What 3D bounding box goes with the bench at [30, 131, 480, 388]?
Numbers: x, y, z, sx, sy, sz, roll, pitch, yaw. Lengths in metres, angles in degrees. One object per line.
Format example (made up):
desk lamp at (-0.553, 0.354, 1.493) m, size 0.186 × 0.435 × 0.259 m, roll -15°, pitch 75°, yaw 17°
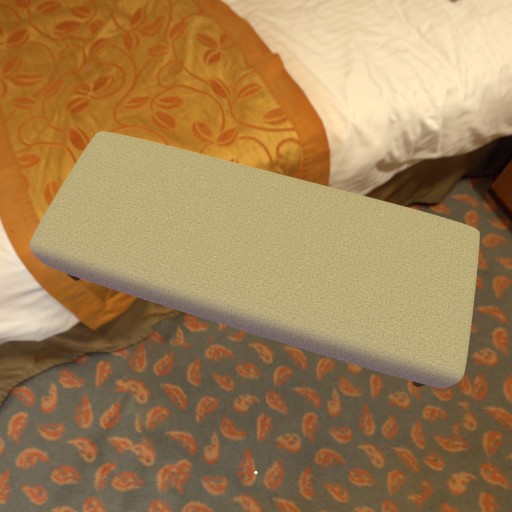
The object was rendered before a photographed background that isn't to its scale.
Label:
bench at (0.000, 0.000, 1.794) m, size 1.598 × 0.383 × 0.631 m, roll 16°, pitch 65°, yaw 8°
